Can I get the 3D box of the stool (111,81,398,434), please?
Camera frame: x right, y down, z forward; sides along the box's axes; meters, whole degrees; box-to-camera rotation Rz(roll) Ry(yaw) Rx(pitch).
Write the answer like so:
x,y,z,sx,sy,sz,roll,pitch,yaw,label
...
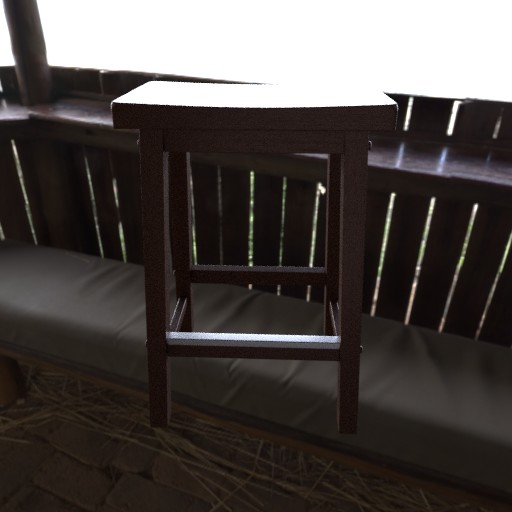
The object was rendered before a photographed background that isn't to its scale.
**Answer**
x,y,z,sx,sy,sz,roll,pitch,yaw,label
0.000,0.000,0.865,0.406,0.610,0.322,1,29,2,stool
